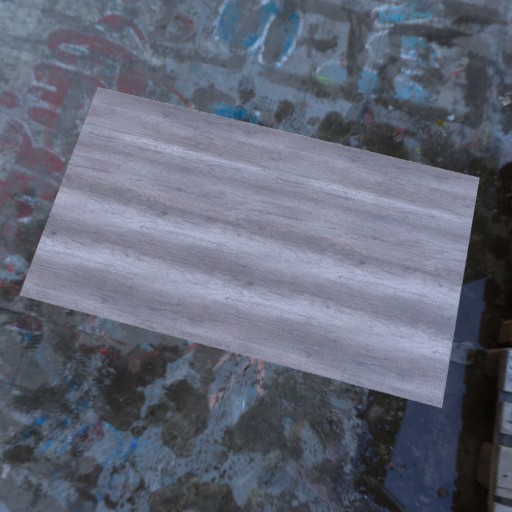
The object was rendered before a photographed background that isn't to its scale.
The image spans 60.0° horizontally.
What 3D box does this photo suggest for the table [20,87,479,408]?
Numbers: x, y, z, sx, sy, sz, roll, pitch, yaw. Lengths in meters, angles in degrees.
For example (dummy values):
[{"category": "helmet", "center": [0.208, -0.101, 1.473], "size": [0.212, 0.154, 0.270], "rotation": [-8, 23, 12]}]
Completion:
[{"category": "table", "center": [0.000, 0.000, 2.090], "size": [1.600, 0.775, 0.900], "rotation": [14, 78, 3]}]
